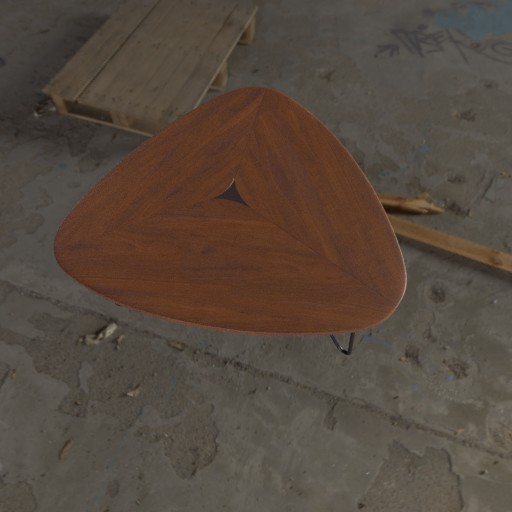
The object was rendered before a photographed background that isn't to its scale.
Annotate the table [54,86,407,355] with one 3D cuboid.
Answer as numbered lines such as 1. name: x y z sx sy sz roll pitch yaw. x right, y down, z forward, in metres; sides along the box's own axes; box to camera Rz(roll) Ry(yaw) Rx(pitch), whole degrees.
1. table: 0.000 0.000 1.305 0.821 0.413 0.833 35 64 20
